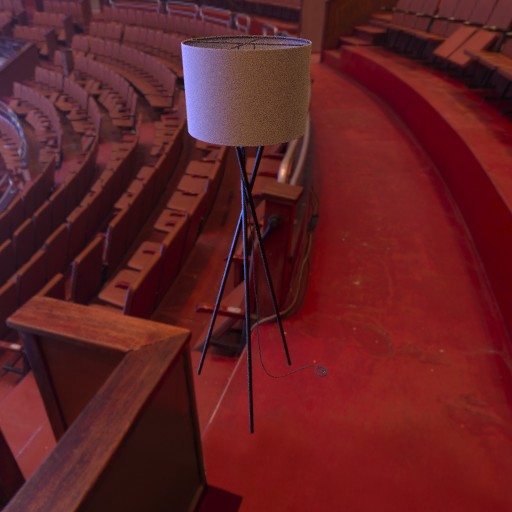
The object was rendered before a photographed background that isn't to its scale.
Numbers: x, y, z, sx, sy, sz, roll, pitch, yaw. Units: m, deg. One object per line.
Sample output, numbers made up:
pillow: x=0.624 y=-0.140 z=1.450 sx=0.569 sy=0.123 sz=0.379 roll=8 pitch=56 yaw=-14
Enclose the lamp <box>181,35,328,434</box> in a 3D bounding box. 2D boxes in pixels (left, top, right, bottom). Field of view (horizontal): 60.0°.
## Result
lamp: x=0.000 y=0.000 z=1.865 sx=0.667 sy=1.624 sz=0.522 roll=9 pitch=33 yaw=15
